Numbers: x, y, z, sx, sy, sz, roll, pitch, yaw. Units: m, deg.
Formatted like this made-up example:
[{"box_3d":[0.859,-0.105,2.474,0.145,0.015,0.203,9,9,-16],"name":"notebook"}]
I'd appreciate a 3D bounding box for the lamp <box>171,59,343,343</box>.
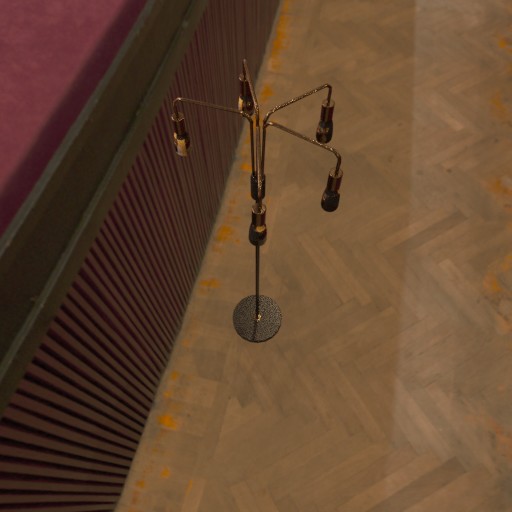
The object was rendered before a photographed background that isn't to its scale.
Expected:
[{"box_3d":[0.000,0.000,2.057,0.599,1.721,0.572,15,63,8],"name":"lamp"}]
